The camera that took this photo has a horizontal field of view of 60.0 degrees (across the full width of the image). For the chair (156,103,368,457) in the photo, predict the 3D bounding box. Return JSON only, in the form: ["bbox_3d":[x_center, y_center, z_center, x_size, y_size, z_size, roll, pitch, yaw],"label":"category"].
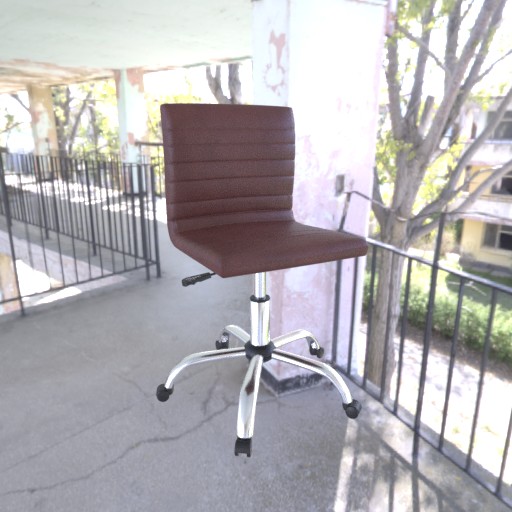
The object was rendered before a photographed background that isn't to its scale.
[{"bbox_3d":[0.000,0.000,1.179,0.556,0.780,0.530,-8,18,-26],"label":"chair"}]
